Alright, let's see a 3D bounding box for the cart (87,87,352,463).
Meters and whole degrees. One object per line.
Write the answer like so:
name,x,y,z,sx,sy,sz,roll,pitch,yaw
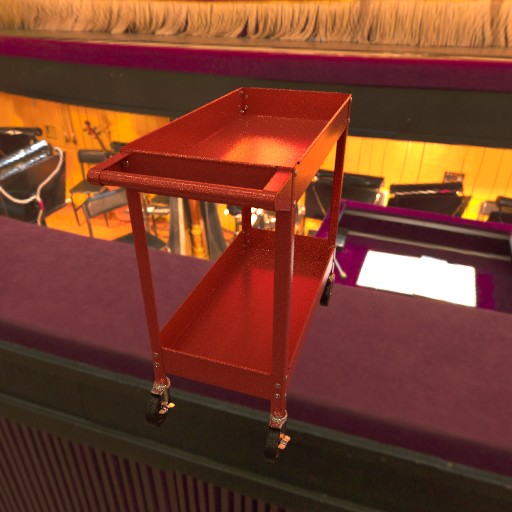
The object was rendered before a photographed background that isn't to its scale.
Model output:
cart,0.000,0.000,1.190,0.366,0.719,0.779,10,32,16
